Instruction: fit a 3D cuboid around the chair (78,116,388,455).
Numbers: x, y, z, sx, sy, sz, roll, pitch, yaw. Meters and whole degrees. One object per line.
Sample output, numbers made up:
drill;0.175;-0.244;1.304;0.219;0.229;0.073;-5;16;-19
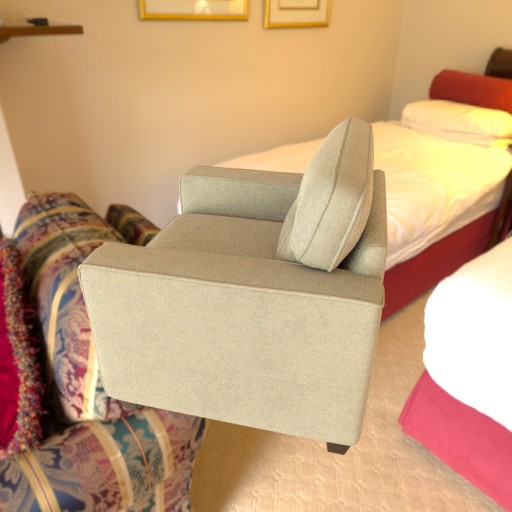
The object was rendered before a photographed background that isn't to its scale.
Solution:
chair;0.000;0.000;1.760;0.939;0.965;1.015;7;30;12
